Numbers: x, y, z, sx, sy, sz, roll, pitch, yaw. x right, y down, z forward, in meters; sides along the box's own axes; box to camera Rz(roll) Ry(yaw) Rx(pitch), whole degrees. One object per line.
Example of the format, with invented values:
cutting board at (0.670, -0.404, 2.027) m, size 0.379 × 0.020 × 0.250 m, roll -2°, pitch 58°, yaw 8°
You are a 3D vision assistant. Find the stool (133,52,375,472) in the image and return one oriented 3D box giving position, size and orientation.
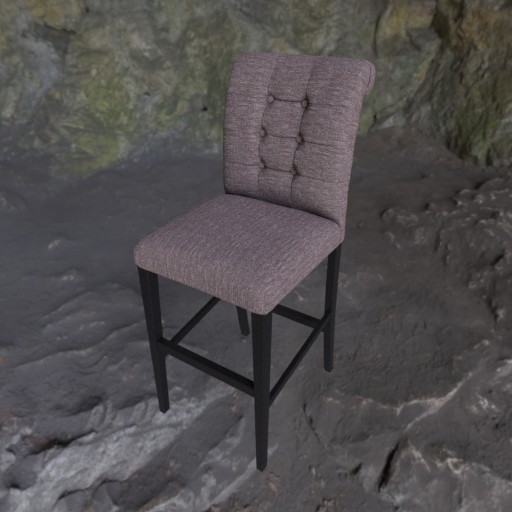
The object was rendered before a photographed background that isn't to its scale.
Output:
stool at (0.000, 0.000, 1.408) m, size 0.452 × 1.131 × 0.613 m, roll 18°, pitch 34°, yaw 28°
